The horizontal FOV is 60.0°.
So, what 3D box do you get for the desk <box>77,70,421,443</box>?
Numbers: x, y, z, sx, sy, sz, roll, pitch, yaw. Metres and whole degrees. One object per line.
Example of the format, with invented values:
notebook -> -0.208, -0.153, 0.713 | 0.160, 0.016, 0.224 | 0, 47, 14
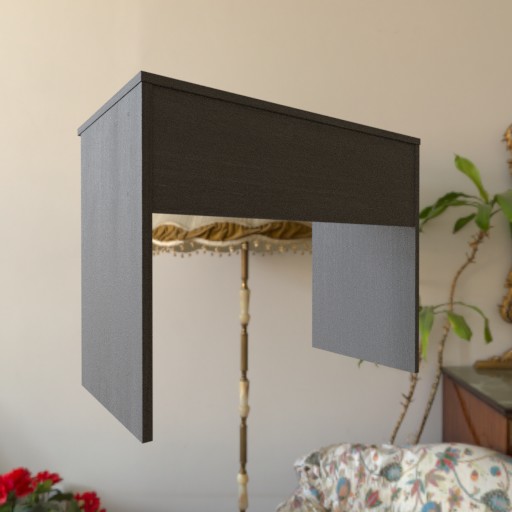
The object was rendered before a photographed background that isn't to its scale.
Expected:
desk -> 0.000, 0.000, 1.318 | 0.893, 0.724, 0.498 | 0, 1, -35
